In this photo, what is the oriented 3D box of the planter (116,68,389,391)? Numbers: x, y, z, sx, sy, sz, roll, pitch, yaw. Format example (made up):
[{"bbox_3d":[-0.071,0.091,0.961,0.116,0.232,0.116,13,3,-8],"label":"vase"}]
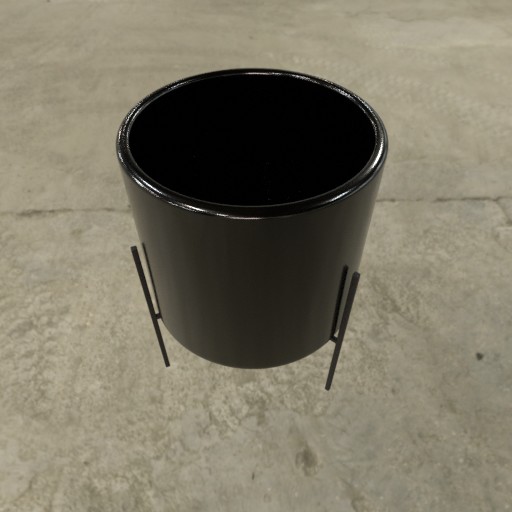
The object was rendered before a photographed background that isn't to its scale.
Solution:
[{"bbox_3d":[0.000,0.000,0.652,0.310,0.432,0.310,18,50,16],"label":"planter"}]
